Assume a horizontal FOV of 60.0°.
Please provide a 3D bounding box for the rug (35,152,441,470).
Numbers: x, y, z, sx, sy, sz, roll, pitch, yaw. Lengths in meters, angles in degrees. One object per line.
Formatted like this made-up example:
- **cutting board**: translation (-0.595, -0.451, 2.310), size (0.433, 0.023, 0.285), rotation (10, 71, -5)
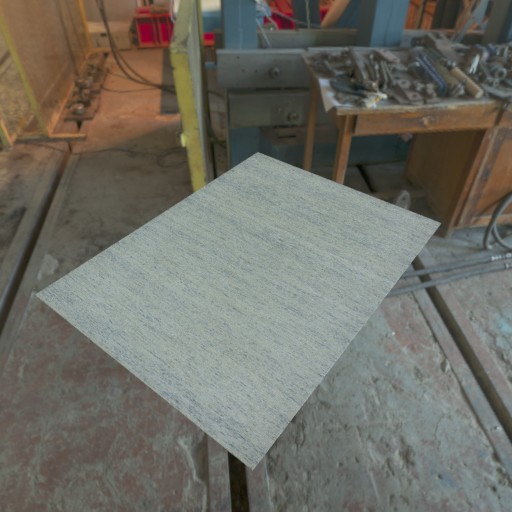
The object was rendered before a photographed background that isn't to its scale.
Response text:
- **rug**: translation (0.000, 0.000, 4.279), size (2.438, 0.006, 3.197), rotation (28, 49, 27)
